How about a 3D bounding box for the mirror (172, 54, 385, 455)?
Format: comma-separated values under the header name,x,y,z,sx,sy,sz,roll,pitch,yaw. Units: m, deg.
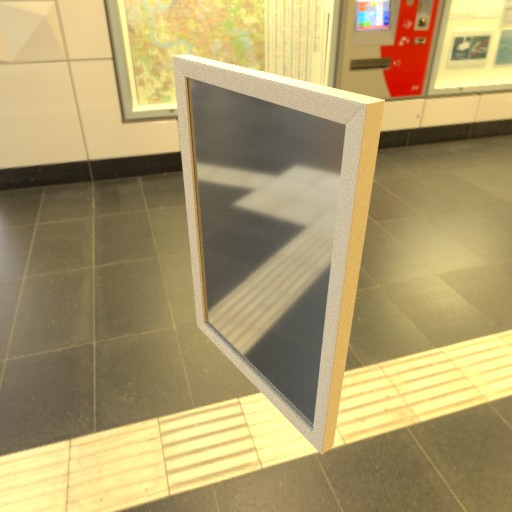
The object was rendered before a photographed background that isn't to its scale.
name,x,y,z,sx,sy,sz,roll,pitch,yaw
mirror,0.000,0.000,0.917,0.040,0.710,0.507,-22,38,-31
